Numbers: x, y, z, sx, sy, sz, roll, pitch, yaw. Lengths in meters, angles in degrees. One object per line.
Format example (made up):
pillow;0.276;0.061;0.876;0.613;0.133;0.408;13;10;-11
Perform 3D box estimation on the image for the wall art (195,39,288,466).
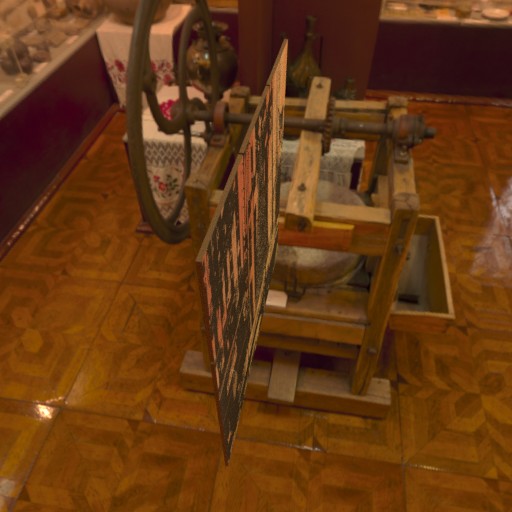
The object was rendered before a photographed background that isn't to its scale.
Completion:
wall art;0.000;0.000;1.332;0.010;0.917;0.919;8;47;8
